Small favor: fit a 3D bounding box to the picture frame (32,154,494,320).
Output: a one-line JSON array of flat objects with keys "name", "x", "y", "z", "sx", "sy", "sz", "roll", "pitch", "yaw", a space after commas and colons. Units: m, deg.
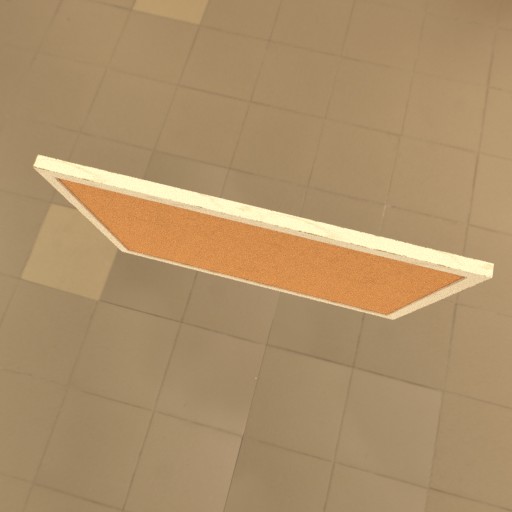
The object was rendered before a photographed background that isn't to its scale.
[{"name": "picture frame", "x": 0.000, "y": 0.000, "z": 1.201, "sx": 0.950, "sy": 0.640, "sz": 0.029, "roll": 14, "pitch": 75, "yaw": 4}]
